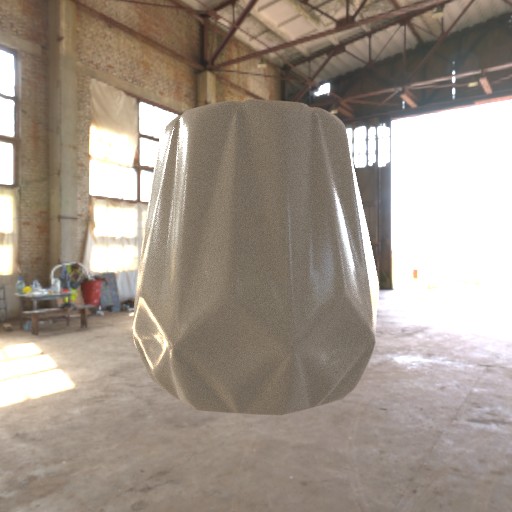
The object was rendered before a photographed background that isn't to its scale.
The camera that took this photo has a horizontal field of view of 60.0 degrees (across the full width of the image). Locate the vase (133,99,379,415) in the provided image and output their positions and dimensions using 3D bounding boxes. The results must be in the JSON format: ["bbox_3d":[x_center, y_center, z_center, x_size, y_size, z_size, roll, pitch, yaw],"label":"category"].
[{"bbox_3d":[0.000,0.000,0.262,0.141,0.152,0.141,0,0,0],"label":"vase"}]
